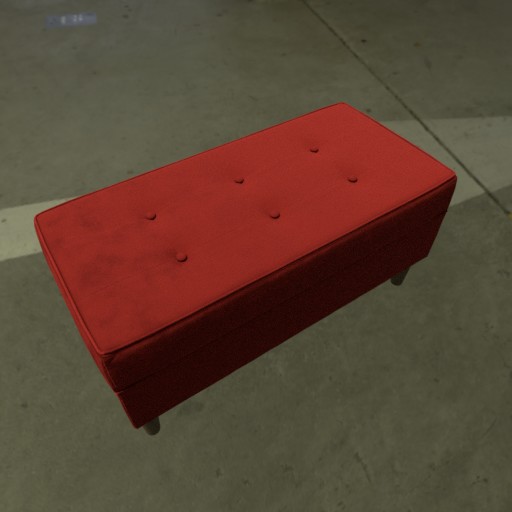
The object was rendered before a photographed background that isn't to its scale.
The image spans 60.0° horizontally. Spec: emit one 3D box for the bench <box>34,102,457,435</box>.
[{"bbox_3d":[0.000,0.000,1.289,1.016,0.471,0.492,-26,53,-22],"label":"bench"}]
